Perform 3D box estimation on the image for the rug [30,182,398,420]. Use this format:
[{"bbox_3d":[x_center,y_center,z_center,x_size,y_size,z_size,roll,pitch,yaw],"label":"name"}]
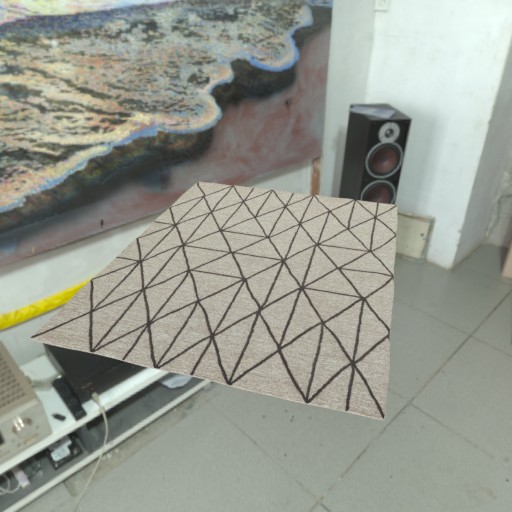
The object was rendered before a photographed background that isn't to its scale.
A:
[{"bbox_3d":[0.000,0.000,4.081,2.468,0.022,3.061,9,33,14],"label":"rug"}]
